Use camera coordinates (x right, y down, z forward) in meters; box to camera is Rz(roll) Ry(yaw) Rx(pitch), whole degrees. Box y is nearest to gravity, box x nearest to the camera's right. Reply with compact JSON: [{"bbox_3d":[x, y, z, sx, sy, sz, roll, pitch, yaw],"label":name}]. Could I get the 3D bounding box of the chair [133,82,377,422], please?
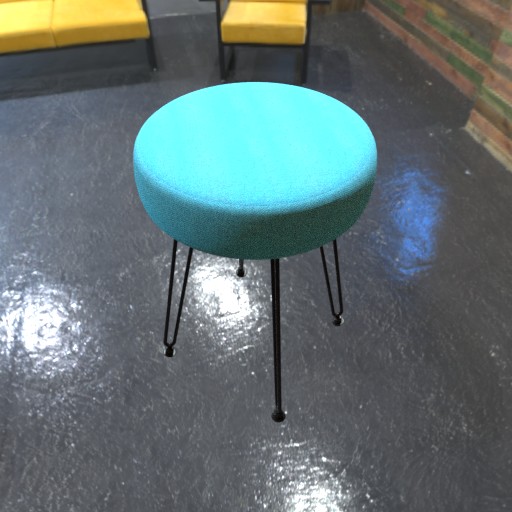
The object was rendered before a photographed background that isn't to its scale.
[{"bbox_3d":[0.000,0.000,0.688,0.350,0.440,0.350,-9,47,-9],"label":"chair"}]
